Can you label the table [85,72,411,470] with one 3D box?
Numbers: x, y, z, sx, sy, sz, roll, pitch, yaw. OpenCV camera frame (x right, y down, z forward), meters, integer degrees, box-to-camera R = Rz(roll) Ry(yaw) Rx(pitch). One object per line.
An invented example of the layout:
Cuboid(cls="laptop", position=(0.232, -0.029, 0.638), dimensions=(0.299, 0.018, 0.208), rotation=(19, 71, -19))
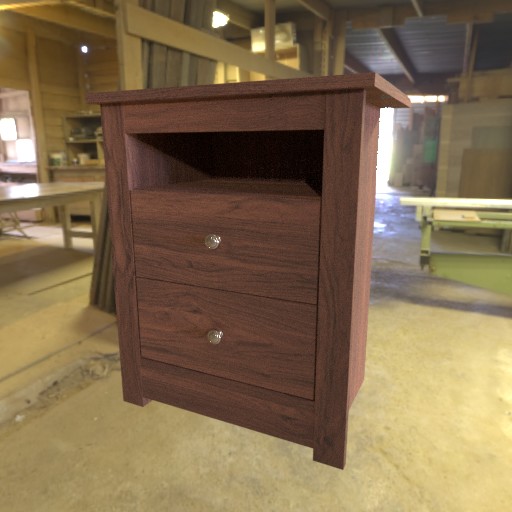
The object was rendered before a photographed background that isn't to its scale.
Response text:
Cuboid(cls="table", position=(0.000, 0.000, 1.042), dimensions=(0.589, 0.711, 0.406), rotation=(7, 15, 25))
